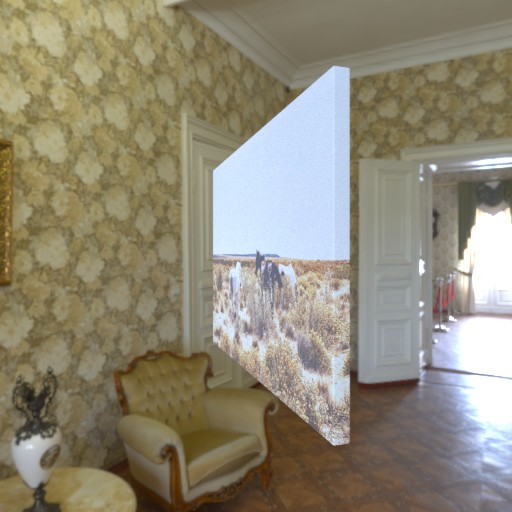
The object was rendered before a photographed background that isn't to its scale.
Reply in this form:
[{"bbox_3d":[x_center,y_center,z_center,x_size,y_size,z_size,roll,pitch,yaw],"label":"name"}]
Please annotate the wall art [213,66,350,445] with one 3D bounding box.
[{"bbox_3d":[0.000,0.000,1.916,0.051,1.016,1.520,0,0,-18],"label":"wall art"}]
